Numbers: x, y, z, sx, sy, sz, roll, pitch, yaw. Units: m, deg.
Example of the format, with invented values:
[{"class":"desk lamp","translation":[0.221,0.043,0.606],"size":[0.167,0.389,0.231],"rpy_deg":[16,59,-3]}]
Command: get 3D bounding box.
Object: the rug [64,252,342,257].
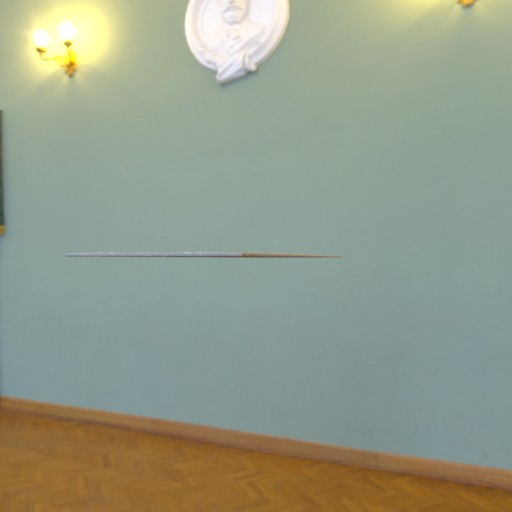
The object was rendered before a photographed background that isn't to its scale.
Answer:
[{"class":"rug","translation":[0.000,0.000,2.545],"size":[0.678,0.014,2.276],"rpy_deg":[0,0,19]}]
